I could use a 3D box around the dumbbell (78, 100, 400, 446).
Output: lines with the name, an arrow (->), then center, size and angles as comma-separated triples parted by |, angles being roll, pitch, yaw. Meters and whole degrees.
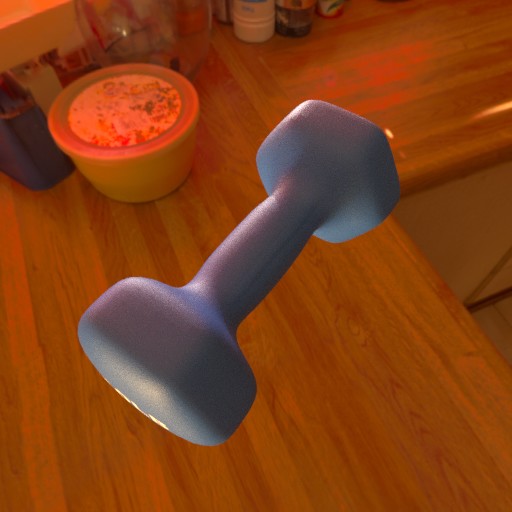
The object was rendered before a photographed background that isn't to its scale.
dumbbell -> 0.000, 0.000, 0.265 | 0.103, 0.093, 0.212 | 32, 62, 19
